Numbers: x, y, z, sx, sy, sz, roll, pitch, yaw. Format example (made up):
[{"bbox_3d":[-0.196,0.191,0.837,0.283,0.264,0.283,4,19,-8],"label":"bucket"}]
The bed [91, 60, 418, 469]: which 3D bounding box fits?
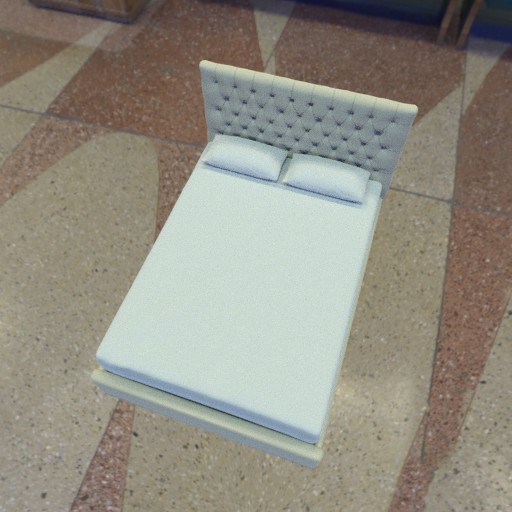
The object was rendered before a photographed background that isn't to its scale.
[{"bbox_3d":[0.000,0.000,3.338,1.698,1.427,2.387,16,60,10],"label":"bed"}]
